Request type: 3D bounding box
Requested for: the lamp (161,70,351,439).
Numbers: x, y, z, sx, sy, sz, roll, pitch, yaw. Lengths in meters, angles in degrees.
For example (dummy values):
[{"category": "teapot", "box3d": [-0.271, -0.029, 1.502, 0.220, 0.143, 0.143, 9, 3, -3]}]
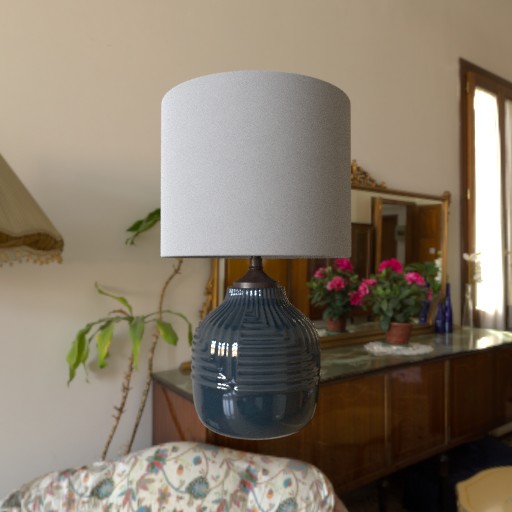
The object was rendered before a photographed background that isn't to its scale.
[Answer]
[{"category": "lamp", "box3d": [0.000, 0.000, 0.755, 0.318, 0.567, 0.318, 0, -1, 0]}]
